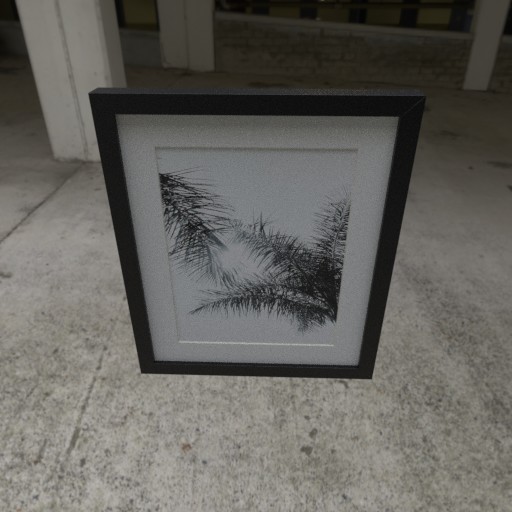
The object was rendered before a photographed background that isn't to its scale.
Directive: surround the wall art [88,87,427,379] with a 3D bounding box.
[{"bbox_3d":[0.000,0.000,0.536,0.325,0.380,0.028,1,31,2],"label":"wall art"}]
